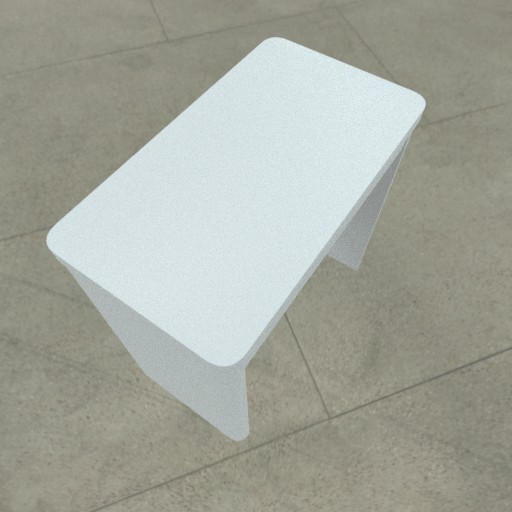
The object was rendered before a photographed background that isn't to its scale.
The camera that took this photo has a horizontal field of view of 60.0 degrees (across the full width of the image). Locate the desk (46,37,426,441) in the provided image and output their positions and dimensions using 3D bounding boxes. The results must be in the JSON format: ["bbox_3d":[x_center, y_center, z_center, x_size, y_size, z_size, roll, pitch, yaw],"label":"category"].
[{"bbox_3d":[0.000,0.000,1.252,0.446,0.760,0.790,31,64,17],"label":"desk"}]
